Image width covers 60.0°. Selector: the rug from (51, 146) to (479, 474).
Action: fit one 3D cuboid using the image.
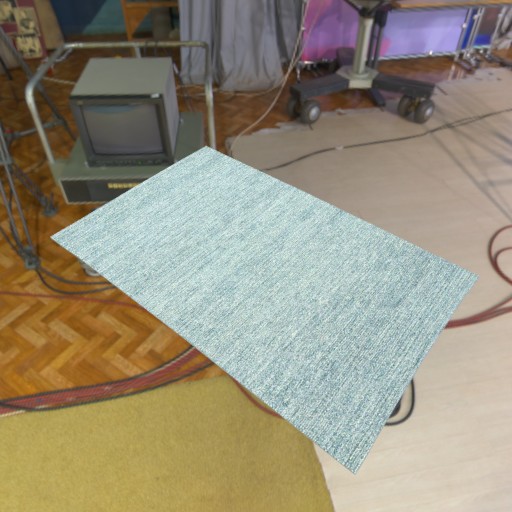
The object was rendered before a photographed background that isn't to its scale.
[{"bbox_3d":[0.000,0.000,2.234,1.853,0.022,1.174,31,53,27],"label":"rug"}]
